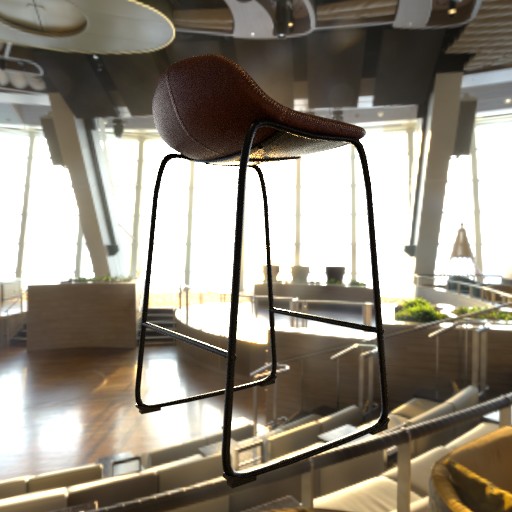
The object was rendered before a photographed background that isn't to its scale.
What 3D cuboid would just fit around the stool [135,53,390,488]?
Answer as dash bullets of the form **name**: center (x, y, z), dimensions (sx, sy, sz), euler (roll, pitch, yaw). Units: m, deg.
- **stool**: center (0.000, 0.000, 1.103), dimensions (0.473, 0.830, 0.454), euler (-1, 2, -36)
